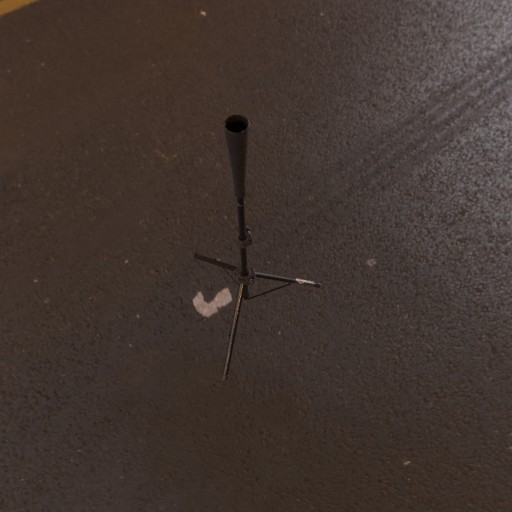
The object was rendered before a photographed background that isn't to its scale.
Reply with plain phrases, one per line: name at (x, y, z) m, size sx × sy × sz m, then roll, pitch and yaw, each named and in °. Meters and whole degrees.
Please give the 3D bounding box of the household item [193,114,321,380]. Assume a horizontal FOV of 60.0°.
household item at (0.000, 0.000, 1.388) m, size 0.559 × 1.067 × 0.559 m, roll 0°, pitch 63°, yaw 0°
